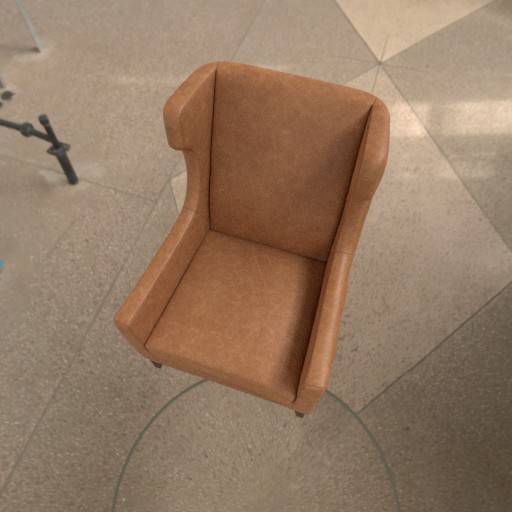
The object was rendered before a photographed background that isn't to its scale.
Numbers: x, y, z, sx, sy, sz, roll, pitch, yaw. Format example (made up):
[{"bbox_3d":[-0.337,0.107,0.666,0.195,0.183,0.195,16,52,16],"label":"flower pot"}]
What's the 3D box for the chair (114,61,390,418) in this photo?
[{"bbox_3d":[0.000,0.000,1.704,0.766,1.079,0.899,16,61,9],"label":"chair"}]
